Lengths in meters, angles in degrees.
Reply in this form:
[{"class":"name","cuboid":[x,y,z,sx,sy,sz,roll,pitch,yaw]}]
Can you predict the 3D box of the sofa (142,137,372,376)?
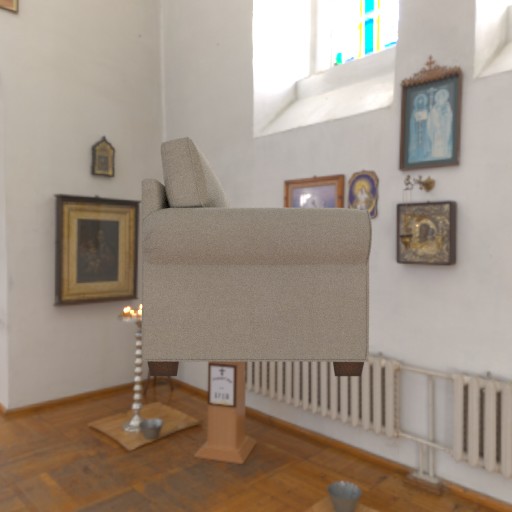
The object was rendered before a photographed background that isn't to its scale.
[{"class":"sofa","cuboid":[0.000,0.000,2.719,0.901,0.962,2.146,0,0,0]}]
